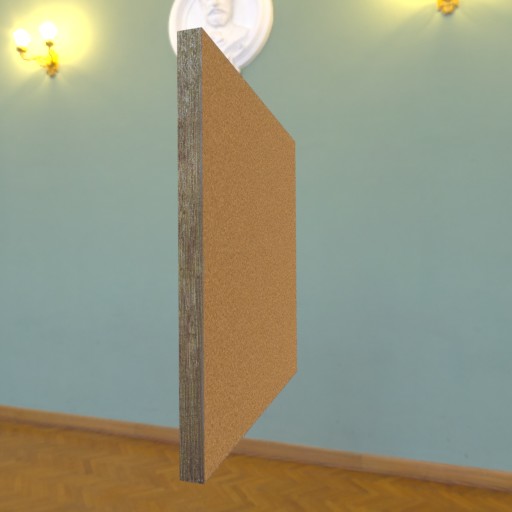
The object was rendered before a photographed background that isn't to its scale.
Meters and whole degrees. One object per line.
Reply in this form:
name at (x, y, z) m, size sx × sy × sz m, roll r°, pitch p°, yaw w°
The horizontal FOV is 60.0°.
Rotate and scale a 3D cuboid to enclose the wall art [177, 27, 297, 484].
wall art at (0.000, 0.000, 0.880) m, size 0.042 × 0.608 × 0.611 m, roll 0°, pitch -1°, yaw 17°
